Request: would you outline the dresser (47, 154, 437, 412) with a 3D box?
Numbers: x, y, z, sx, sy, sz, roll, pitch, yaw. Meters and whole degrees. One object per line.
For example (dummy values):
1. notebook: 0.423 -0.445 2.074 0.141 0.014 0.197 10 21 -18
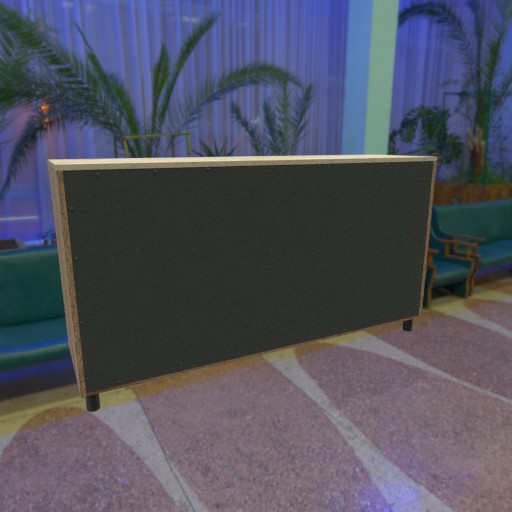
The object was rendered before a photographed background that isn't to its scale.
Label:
1. dresser: 0.000 0.000 1.928 1.547 0.834 0.487 -7 16 -26
